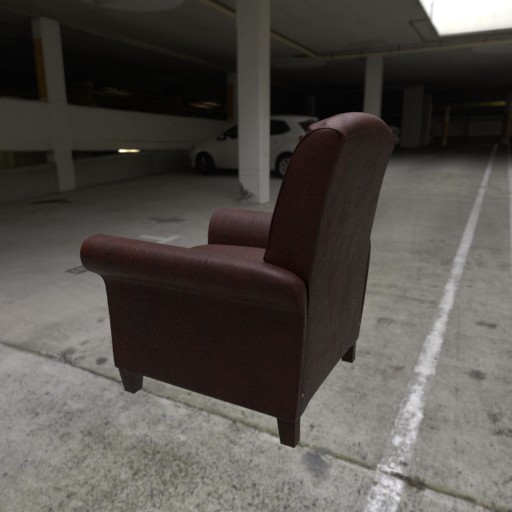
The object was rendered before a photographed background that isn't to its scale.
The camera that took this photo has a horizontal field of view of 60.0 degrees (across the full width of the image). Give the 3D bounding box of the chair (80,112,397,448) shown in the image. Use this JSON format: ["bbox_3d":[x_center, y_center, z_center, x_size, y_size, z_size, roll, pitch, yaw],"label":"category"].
[{"bbox_3d":[0.000,0.000,1.772,0.902,1.061,0.978,7,16,27],"label":"chair"}]
